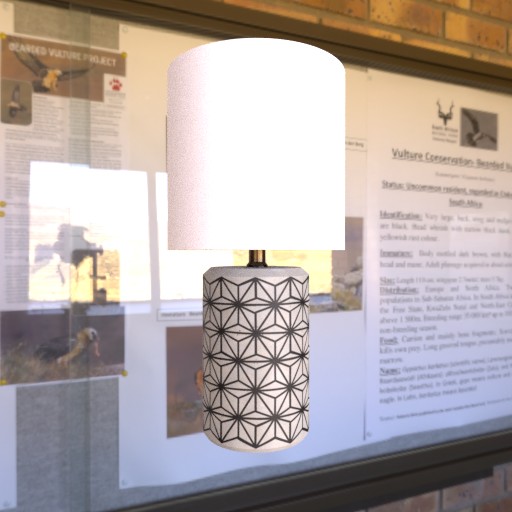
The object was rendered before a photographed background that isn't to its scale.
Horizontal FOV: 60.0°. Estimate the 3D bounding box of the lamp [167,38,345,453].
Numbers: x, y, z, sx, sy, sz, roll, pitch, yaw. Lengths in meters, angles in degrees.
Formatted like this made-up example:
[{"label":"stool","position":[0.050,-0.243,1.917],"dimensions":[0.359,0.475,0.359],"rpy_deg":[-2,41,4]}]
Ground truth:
[{"label":"lamp","position":[0.000,0.000,0.526],"dimensions":[0.206,0.416,0.206],"rpy_deg":[0,1,36]}]
